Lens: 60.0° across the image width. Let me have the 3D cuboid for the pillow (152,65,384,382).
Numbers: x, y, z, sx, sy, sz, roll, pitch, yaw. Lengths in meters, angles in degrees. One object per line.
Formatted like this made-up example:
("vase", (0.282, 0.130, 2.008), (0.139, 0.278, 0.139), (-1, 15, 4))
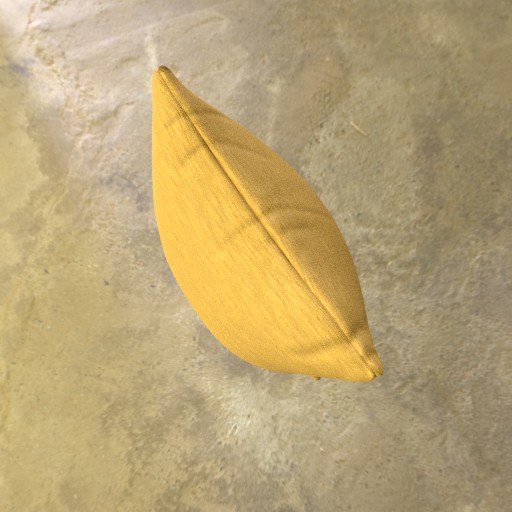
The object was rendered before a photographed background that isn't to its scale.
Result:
("pillow", (0.000, 0.000, 0.676), (0.247, 0.417, 0.435), (-33, 77, -8))
